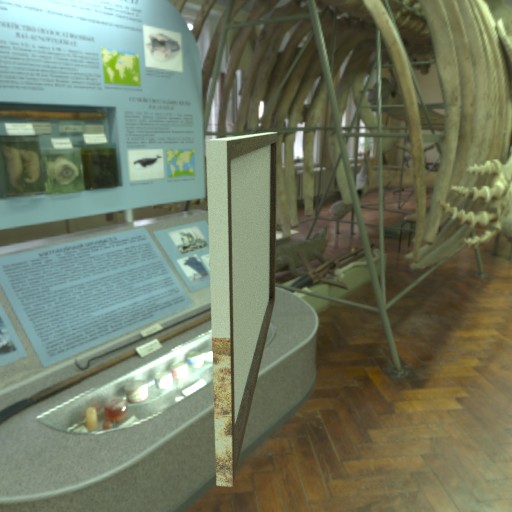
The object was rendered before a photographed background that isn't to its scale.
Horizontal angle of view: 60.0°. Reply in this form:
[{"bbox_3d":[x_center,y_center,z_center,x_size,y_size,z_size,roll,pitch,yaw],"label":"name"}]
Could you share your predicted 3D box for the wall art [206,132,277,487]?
[{"bbox_3d":[0.000,0.000,1.925,0.051,1.016,1.520,2,16,7],"label":"wall art"}]
